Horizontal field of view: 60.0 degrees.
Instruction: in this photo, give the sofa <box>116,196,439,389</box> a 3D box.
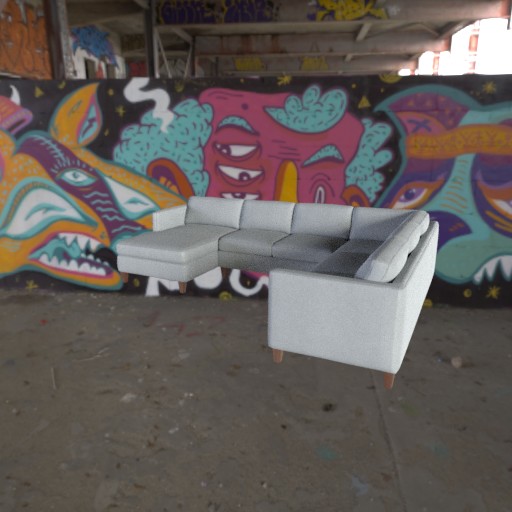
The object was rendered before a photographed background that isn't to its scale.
[{"bbox_3d":[0.000,0.000,4.490,3.238,0.853,2.551,7,16,25],"label":"sofa"}]
